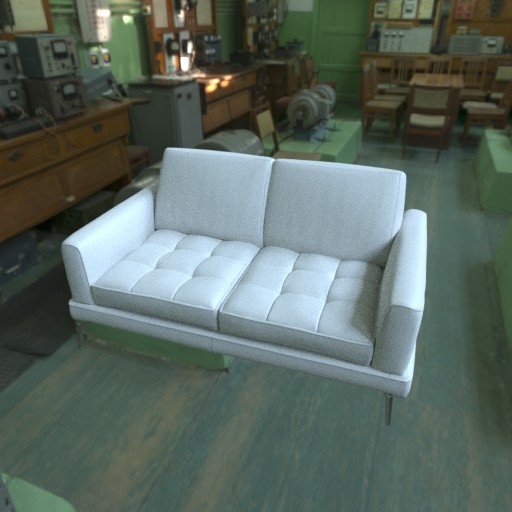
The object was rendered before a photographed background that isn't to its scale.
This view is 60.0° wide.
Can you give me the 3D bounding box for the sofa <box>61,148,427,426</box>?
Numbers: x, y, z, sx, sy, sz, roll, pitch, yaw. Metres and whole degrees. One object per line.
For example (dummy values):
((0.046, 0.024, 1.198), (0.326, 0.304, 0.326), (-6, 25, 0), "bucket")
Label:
((0.000, 0.000, 2.497), (1.819, 0.930, 1.121), (10, 31, 16), "sofa")
